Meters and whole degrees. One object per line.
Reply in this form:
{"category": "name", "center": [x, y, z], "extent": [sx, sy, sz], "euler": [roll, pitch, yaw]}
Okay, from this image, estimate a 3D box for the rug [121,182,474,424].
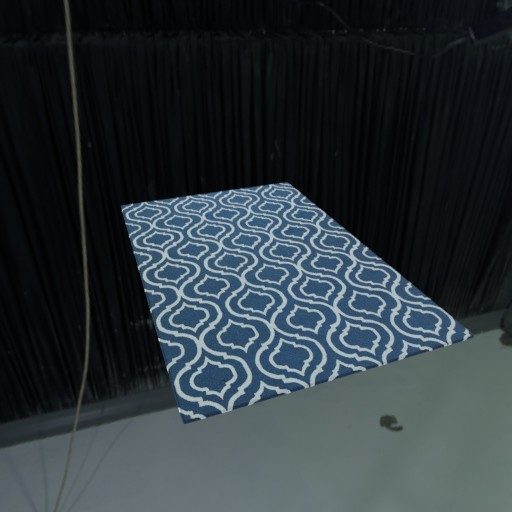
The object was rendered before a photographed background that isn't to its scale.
{"category": "rug", "center": [0.000, 0.000, 2.241], "extent": [1.143, 0.010, 1.753], "euler": [-11, 32, -18]}
